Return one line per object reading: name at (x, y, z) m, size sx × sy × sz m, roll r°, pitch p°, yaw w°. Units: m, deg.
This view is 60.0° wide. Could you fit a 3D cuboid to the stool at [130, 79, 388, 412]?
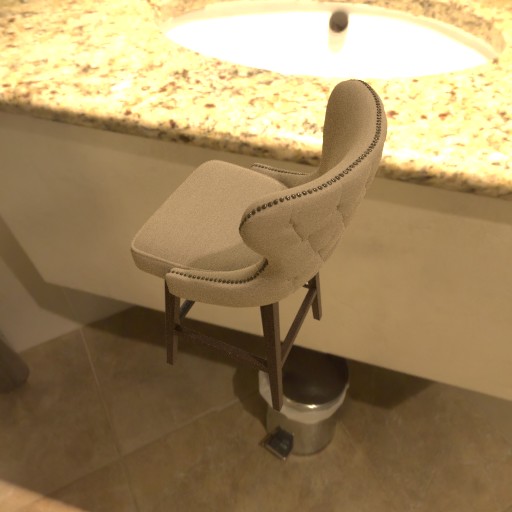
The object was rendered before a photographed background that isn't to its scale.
stool at (0.000, 0.000, 1.372) m, size 0.597 × 0.972 × 0.615 m, roll 19°, pitch 50°, yaw 17°
